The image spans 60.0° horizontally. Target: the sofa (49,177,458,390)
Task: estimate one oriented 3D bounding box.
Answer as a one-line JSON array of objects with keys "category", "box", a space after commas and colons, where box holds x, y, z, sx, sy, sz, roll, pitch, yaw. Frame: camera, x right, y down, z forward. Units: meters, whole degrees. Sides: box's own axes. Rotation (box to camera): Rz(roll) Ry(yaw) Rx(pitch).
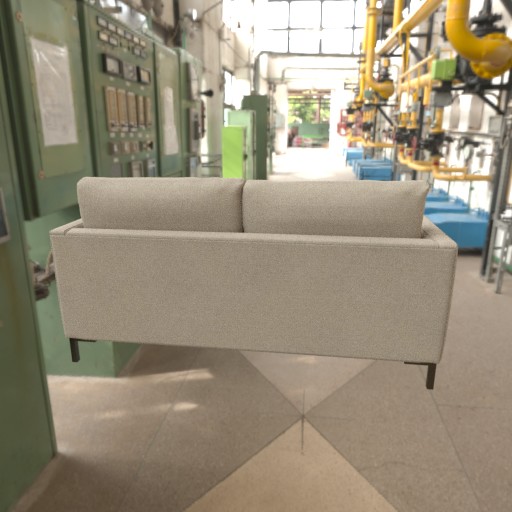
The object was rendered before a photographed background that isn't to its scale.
[{"category": "sofa", "box": [0.000, 0.000, 2.225, 1.682, 0.840, 0.875, 2, 17, 8]}]
